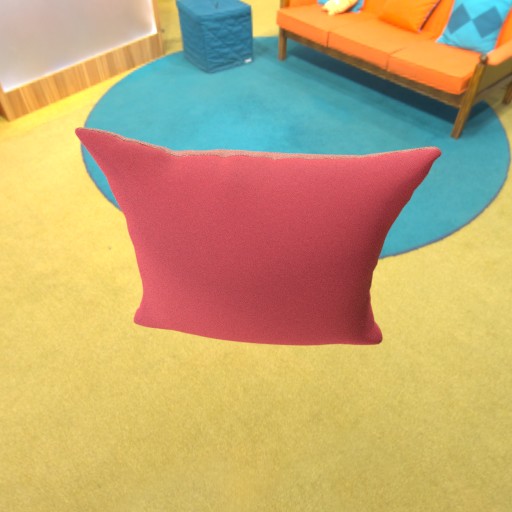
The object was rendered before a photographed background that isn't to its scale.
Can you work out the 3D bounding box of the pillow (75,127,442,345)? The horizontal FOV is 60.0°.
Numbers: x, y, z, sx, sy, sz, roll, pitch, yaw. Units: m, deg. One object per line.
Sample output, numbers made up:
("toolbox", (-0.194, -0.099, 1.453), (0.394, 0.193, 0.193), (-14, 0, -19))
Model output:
("pillow", (0.000, 0.000, 0.819), (0.559, 0.501, 0.229), (4, 47, 3))
